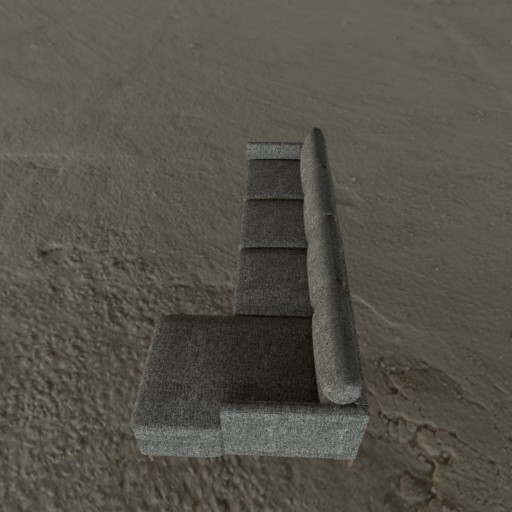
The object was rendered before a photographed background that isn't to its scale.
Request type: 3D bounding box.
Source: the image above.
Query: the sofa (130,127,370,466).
[{"bbox_3d":[0.000,0.000,4.039,1.488,0.970,3.384,1,43,2],"label":"sofa"}]
